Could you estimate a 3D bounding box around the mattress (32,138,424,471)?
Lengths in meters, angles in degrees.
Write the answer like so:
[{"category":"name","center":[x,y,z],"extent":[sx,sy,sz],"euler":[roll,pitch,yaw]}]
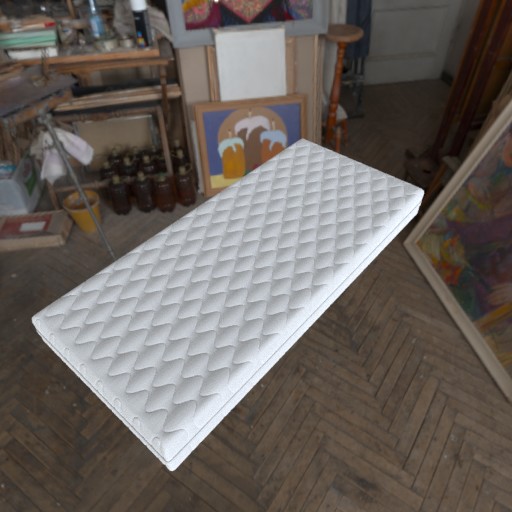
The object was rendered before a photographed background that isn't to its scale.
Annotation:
[{"category":"mattress","center":[0.000,0.000,2.320],"extent":[0.900,0.200,2.000],"euler":[31,53,27]}]
